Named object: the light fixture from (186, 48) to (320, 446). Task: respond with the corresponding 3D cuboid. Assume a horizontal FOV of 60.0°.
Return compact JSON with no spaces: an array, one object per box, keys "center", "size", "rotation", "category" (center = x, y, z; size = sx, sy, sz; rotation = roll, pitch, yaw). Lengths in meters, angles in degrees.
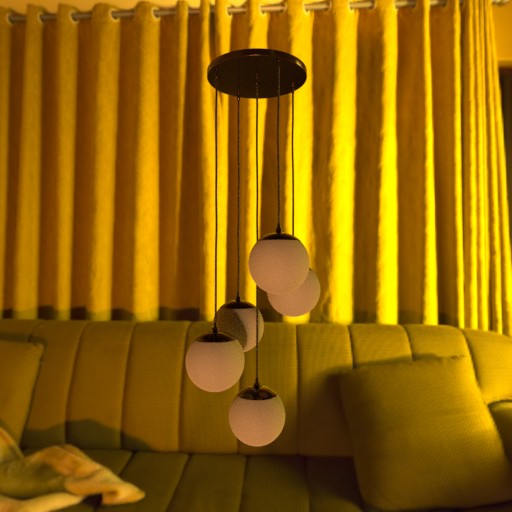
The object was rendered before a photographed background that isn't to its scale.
[{"center":[0.000,0.000,1.519],"size":[0.484,1.271,0.489],"rotation":[1,-2,-17],"category":"light fixture"}]
